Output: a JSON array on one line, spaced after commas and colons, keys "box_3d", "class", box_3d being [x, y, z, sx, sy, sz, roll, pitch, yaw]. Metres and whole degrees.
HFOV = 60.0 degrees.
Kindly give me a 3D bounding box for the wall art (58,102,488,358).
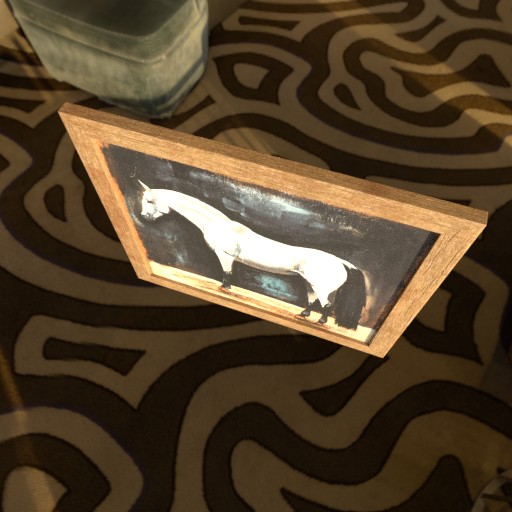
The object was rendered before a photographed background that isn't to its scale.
[{"box_3d": [0.000, 0.000, 0.934, 0.690, 0.588, 0.026, 17, 61, 10], "class": "wall art"}]
